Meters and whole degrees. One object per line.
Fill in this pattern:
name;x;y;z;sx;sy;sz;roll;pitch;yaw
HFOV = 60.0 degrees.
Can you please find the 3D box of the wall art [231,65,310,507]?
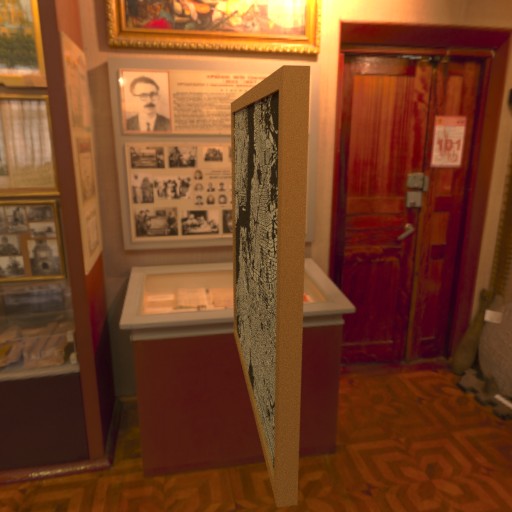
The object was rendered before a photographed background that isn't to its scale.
wall art;0.000;0.000;2.756;0.099;1.926;1.926;-2;15;-8
